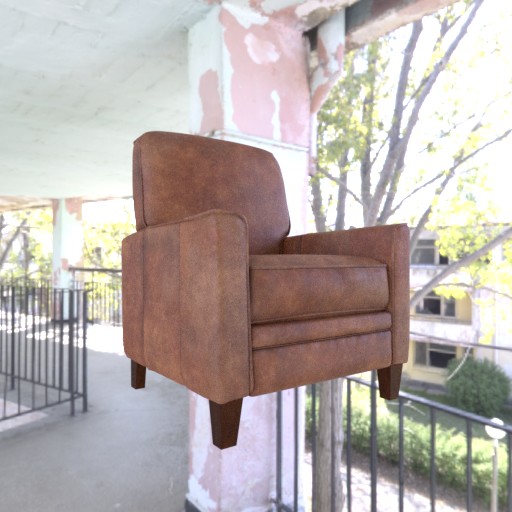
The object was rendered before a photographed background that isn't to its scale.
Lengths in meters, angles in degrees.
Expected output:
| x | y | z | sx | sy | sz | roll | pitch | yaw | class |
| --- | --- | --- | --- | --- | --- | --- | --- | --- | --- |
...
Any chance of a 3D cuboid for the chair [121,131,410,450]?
| x | y | z | sx | sy | sz | roll | pitch | yaw | class |
| --- | --- | --- | --- | --- | --- | --- | --- | --- | --- |
| 0.000 | 0.000 | 1.693 | 0.843 | 1.043 | 0.836 | 0 | 0 | -35 | chair |
